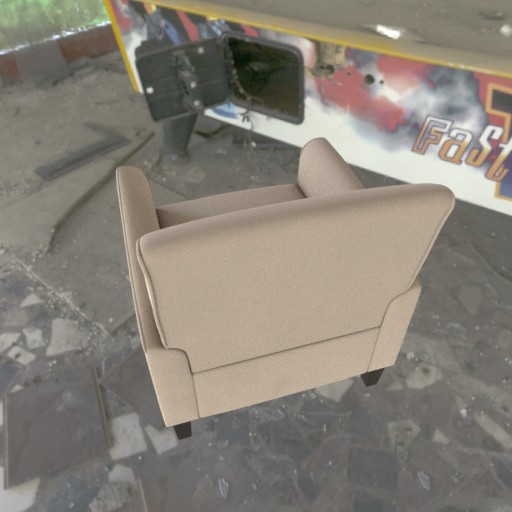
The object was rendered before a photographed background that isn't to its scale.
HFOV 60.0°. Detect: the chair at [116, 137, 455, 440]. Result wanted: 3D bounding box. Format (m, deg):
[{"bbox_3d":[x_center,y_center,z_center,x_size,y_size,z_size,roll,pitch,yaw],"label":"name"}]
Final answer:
[{"bbox_3d":[0.000,0.000,1.518,0.820,0.915,0.820,-11,43,-12],"label":"chair"}]
